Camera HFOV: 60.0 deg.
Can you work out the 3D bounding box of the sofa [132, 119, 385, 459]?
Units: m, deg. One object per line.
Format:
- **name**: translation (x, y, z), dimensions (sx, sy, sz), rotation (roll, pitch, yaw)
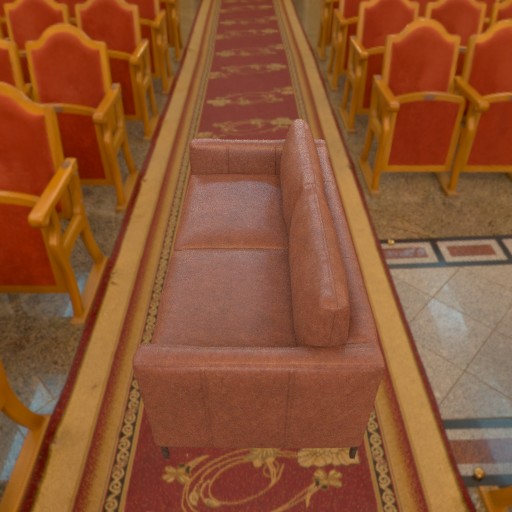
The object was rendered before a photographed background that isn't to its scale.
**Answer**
- **sofa**: translation (0.000, 0.000, 2.304), dimensions (0.899, 0.883, 1.797), rotation (0, 40, 0)
